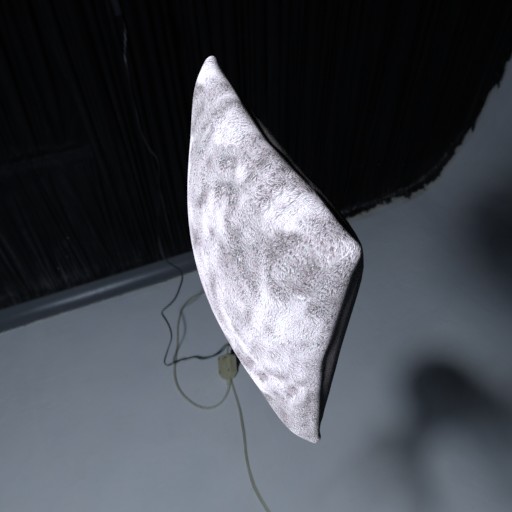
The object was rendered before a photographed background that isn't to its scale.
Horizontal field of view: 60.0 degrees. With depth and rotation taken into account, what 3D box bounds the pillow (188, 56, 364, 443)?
[{"bbox_3d":[0.000,0.000,0.795,0.204,0.520,0.522,-16,48,-15],"label":"pillow"}]
